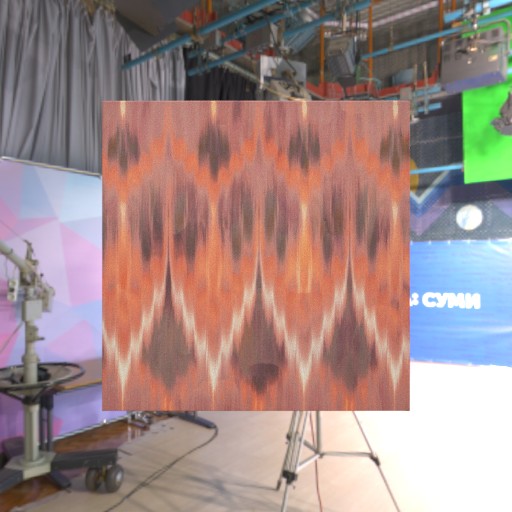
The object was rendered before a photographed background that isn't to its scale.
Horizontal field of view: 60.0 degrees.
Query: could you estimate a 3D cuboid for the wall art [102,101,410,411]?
[{"bbox_3d":[0.000,0.000,0.885,0.603,0.609,0.037,0,0,0],"label":"wall art"}]
